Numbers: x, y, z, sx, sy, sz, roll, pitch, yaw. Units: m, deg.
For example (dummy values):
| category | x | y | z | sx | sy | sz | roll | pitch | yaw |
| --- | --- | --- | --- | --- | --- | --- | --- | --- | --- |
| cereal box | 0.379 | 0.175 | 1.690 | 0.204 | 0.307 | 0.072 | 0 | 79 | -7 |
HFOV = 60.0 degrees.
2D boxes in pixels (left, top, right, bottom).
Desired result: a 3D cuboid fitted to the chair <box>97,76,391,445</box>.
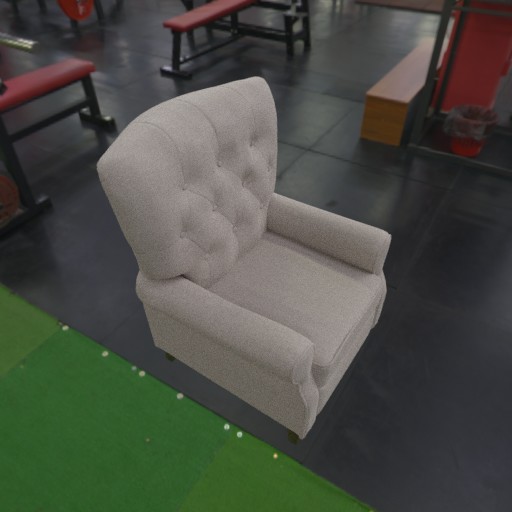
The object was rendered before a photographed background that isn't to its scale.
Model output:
| category | x | y | z | sx | sy | sz | roll | pitch | yaw |
| --- | --- | --- | --- | --- | --- | --- | --- | --- | --- |
| chair | 0.000 | 0.000 | 1.927 | 1.025 | 1.209 | 0.942 | 25 | 47 | 25 |
